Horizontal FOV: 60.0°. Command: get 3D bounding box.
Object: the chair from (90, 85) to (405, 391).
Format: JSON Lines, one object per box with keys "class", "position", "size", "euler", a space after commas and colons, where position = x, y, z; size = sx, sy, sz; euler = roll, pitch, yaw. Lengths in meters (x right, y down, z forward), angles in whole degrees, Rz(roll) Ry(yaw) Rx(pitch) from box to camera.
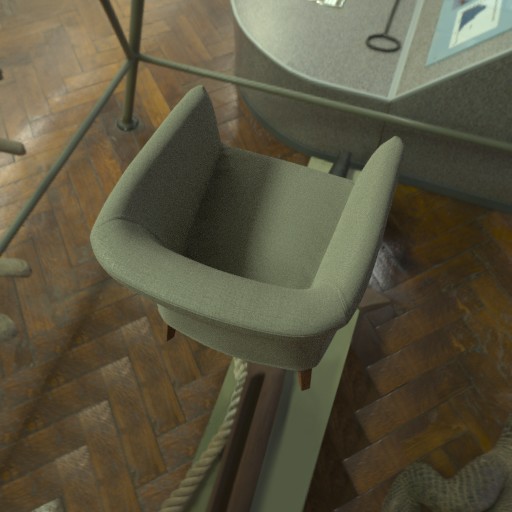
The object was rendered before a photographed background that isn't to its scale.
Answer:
{"class": "chair", "position": [0.000, 0.000, 1.279], "size": [0.600, 0.771, 0.668], "euler": [18, 64, 9]}
